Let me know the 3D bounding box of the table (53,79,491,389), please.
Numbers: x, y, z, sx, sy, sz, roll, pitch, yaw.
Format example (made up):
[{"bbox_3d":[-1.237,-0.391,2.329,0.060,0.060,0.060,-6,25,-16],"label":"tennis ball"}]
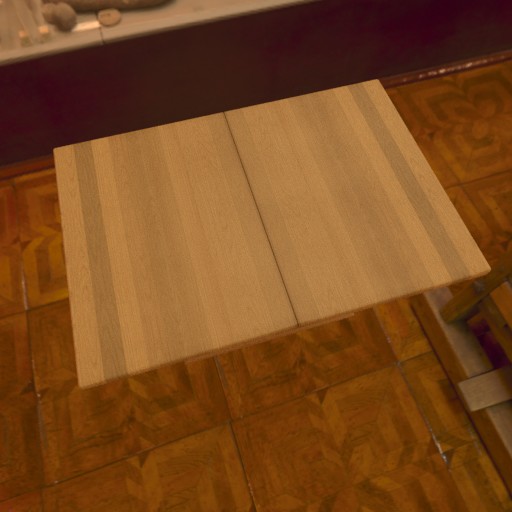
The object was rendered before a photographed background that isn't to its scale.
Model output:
[{"bbox_3d":[0.000,0.000,1.857,1.300,0.770,0.900,-15,64,-7],"label":"table"}]
